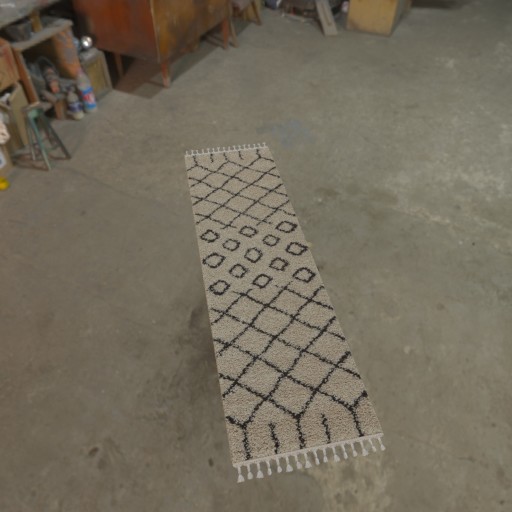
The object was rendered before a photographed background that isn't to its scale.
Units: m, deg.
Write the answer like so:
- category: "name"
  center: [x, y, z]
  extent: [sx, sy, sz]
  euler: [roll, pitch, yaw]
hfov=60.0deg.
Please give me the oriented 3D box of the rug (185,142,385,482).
- category: "rug"
  center: [0.000, 0.000, 2.663]
  extent: [0.660, 0.005, 2.464]
  euler: [-8, 46, -8]
